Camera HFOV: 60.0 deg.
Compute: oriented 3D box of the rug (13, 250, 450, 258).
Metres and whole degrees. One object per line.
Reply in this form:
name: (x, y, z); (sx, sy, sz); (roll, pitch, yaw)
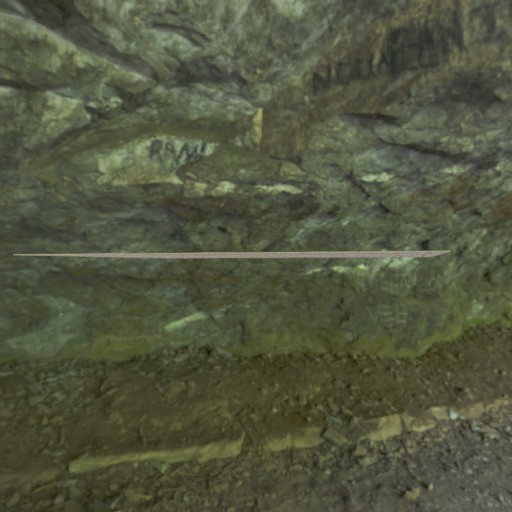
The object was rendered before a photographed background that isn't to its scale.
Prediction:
rug: (0.000, 0.000, 4.007); (3.048, 0.012, 2.444); (0, -1, 19)
